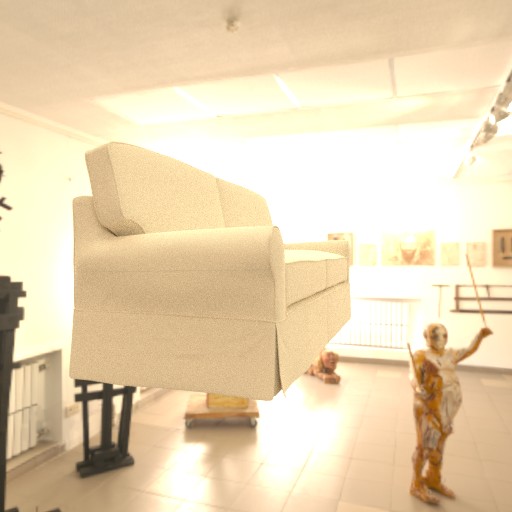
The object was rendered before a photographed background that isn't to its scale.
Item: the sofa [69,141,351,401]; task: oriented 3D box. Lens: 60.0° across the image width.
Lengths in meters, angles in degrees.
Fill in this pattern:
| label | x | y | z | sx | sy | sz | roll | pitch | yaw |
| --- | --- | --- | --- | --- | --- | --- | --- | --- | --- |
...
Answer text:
| label | x | y | z | sx | sy | sz | roll | pitch | yaw |
| --- | --- | --- | --- | --- | --- | --- | --- | --- | --- |
| sofa | 0.000 | 0.000 | 2.485 | 0.862 | 0.937 | 2.021 | 0 | 0 | 19 |
